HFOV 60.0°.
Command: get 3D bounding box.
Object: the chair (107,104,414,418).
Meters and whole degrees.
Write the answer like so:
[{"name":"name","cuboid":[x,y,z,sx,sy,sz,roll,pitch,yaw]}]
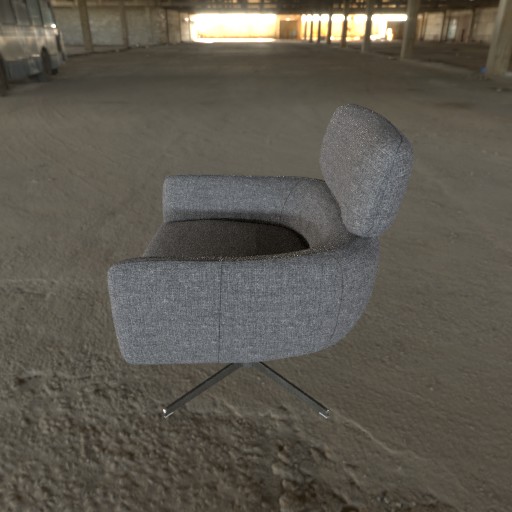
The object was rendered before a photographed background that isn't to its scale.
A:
[{"name":"chair","cuboid":[0.000,0.000,1.314,0.715,0.812,0.706,0,27,0]}]
